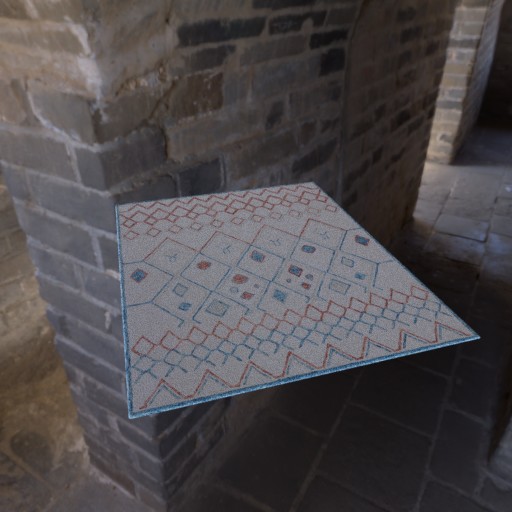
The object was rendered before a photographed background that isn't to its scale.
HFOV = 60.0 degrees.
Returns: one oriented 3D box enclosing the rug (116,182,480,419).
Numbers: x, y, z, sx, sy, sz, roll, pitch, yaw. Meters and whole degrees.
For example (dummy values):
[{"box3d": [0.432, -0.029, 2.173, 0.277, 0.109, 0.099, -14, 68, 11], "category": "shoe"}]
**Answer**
[{"box3d": [0.000, 0.000, 4.110, 2.441, 0.016, 3.050, -9, 33, -14], "category": "rug"}]
